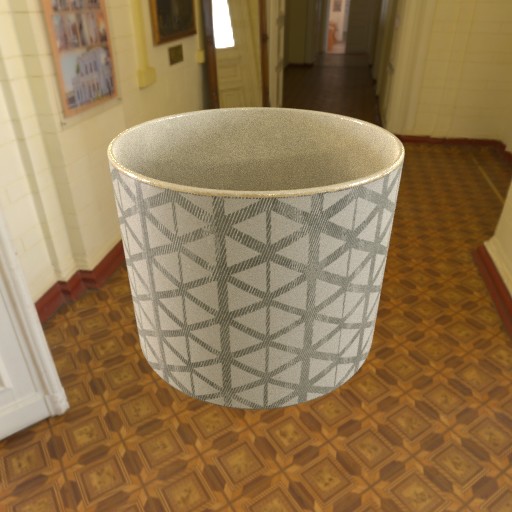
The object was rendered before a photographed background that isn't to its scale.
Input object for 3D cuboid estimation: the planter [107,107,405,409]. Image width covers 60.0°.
[{"bbox_3d":[0.000,0.000,0.448,0.250,0.239,0.250,0,30,0],"label":"planter"}]
